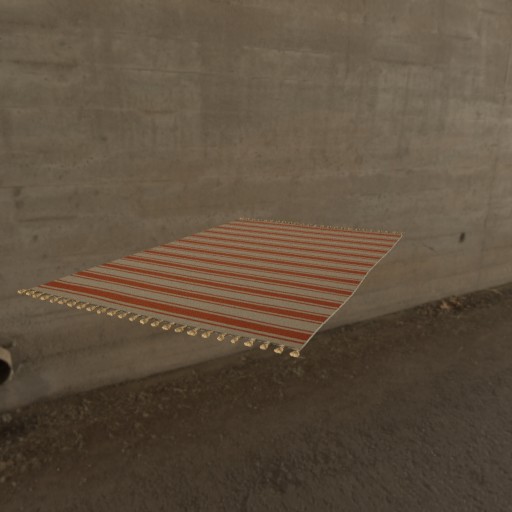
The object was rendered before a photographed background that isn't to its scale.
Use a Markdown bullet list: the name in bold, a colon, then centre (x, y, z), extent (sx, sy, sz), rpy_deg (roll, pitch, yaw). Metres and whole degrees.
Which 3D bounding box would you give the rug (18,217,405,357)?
- **rug**: centre (0.000, 0.000, 2.990), extent (1.556, 0.022, 2.433), rpy_deg (8, 17, 26)
